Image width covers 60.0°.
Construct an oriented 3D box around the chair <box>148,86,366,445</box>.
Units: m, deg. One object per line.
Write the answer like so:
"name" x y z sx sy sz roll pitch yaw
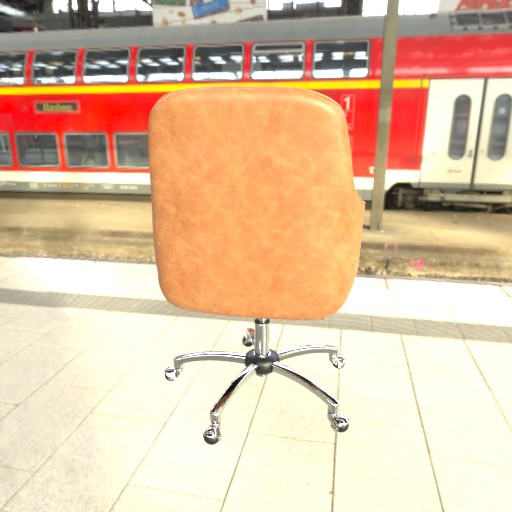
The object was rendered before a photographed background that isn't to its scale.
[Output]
"chair" 0.000 0.000 1.328 0.628 0.909 0.615 3 16 9
